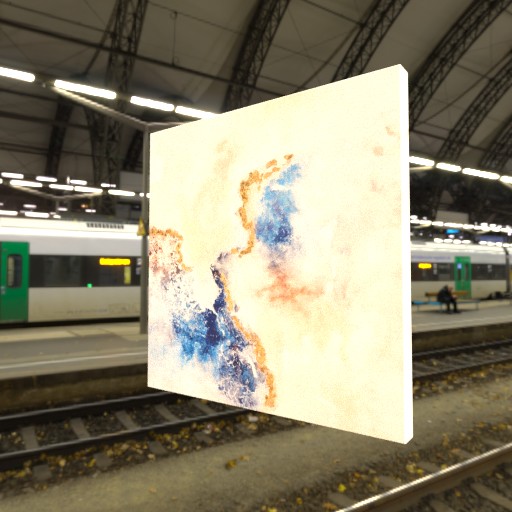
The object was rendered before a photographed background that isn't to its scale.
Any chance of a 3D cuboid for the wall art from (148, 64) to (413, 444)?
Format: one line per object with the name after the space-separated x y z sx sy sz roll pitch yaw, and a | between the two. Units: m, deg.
0.000 0.000 1.572 1.061 1.061 0.071 -2 -3 36 | wall art
